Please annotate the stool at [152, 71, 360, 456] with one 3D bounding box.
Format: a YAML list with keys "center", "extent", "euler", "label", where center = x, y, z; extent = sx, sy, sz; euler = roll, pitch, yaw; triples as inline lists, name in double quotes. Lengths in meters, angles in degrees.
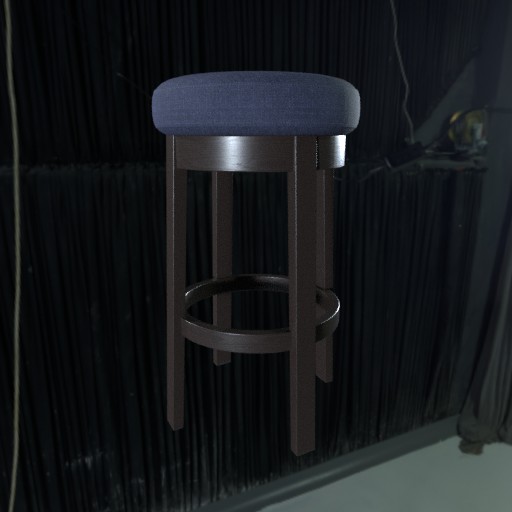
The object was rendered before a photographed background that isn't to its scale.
- center: [0.000, 0.000, 1.019]
  extent: [0.446, 0.758, 0.446]
  euler: [0, 15, 0]
  label: "stool"
